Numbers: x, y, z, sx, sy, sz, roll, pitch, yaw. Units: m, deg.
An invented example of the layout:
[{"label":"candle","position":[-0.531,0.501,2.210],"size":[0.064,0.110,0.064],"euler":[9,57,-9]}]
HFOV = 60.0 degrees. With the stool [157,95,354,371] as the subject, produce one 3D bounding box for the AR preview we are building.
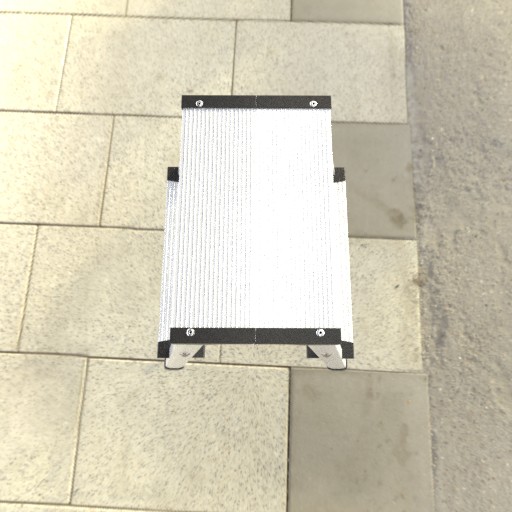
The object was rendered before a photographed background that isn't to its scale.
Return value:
[{"label":"stool","position":[0.000,0.000,0.794],"size":[0.405,0.480,0.404],"euler":[0,76,0]}]
